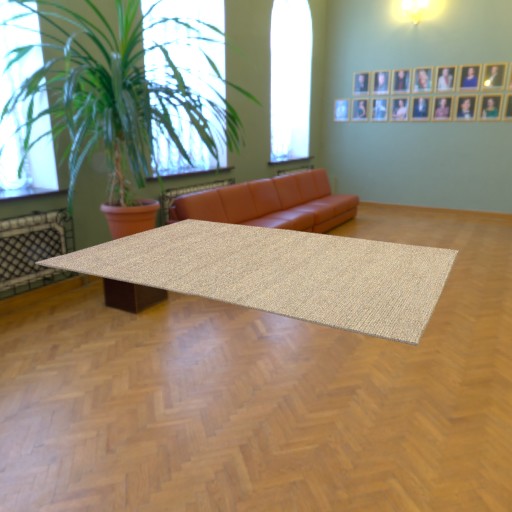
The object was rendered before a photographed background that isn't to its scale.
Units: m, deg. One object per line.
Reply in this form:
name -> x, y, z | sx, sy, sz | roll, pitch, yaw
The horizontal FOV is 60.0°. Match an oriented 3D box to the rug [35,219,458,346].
rug -> 0.000, 0.000, 2.946 | 2.342, 0.030, 1.609 | 9, 18, 28
